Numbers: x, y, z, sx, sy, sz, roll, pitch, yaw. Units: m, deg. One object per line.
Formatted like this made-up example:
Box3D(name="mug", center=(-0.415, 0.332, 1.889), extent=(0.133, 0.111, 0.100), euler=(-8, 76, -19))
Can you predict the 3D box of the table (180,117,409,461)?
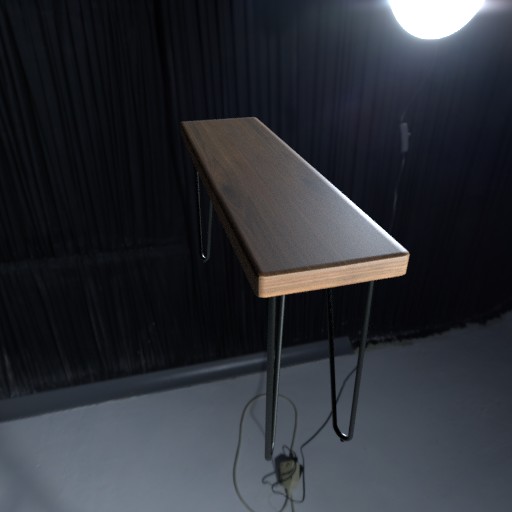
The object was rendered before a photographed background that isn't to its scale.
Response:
Box3D(name="table", center=(0.000, 0.000, 1.973), extent=(0.425, 0.834, 1.570), euler=(-8, 31, -13))
